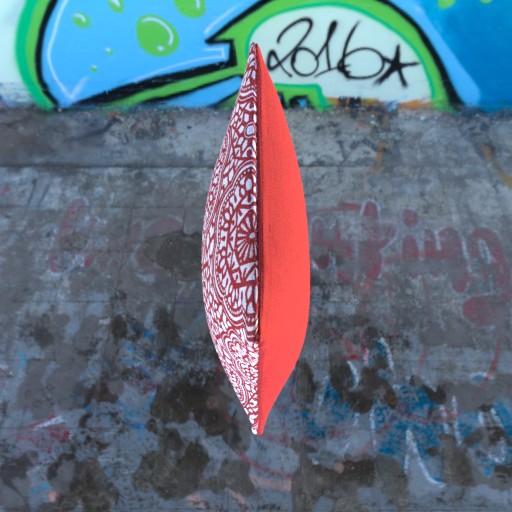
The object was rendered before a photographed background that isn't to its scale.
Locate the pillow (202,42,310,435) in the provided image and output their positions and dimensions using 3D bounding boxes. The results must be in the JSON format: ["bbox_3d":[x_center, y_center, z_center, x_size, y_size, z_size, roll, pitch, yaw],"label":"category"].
[{"bbox_3d":[0.000,0.000,0.667,0.162,0.419,0.438,0,58,0],"label":"pillow"}]
